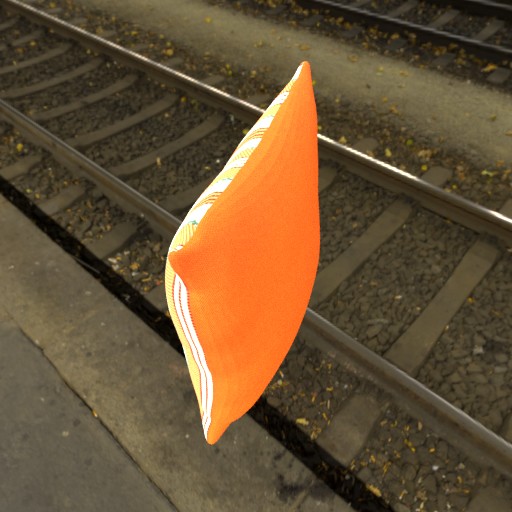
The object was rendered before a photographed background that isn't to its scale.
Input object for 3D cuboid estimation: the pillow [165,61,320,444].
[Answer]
[{"bbox_3d":[0.000,0.000,0.686,0.182,0.441,0.440,15,48,14],"label":"pillow"}]
